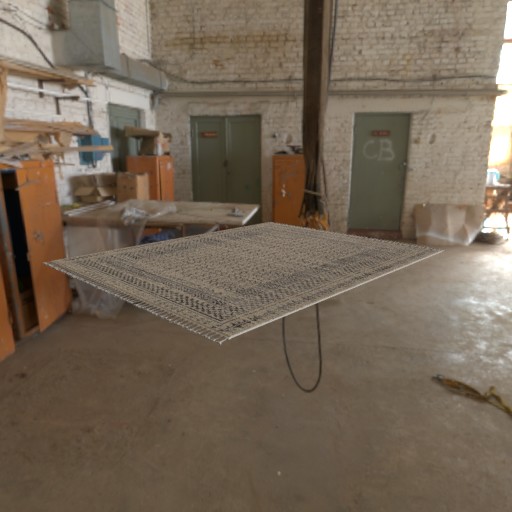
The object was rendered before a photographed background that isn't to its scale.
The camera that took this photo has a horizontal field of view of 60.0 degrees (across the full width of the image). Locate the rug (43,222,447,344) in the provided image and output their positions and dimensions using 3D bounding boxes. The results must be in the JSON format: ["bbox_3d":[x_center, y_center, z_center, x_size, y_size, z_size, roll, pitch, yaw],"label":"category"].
[{"bbox_3d":[0.000,0.000,4.047,2.312,0.013,2.940,13,19,43],"label":"rug"}]
